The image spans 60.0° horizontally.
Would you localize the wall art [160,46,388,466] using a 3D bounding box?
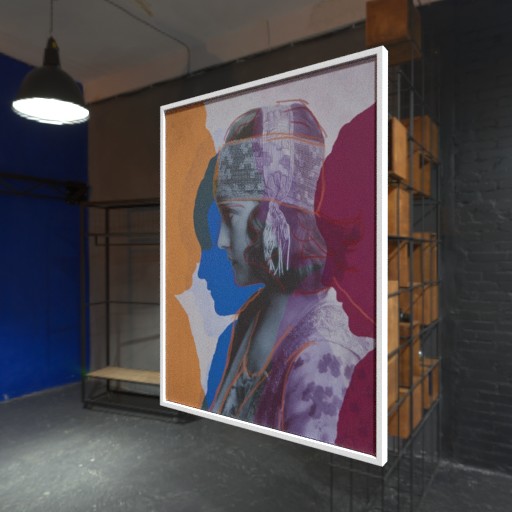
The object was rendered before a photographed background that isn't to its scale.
[{"bbox_3d":[0.000,0.000,1.347,0.795,1.050,0.039,0,0,35],"label":"wall art"}]
